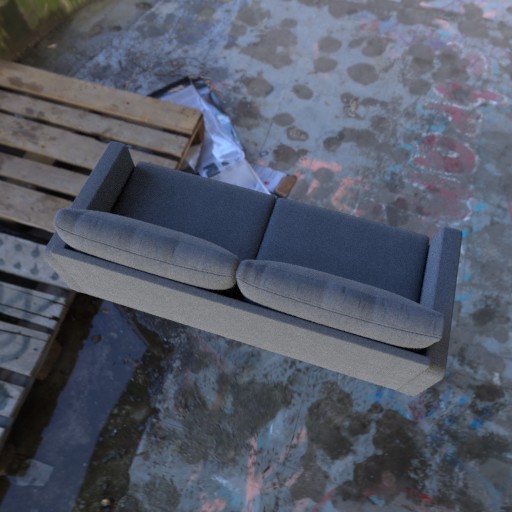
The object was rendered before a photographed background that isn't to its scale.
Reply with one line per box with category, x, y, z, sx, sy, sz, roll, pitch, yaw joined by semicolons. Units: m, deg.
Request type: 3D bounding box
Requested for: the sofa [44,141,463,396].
sofa;0.000;0.000;2.533;2.100;0.880;0.880;16;64;8
